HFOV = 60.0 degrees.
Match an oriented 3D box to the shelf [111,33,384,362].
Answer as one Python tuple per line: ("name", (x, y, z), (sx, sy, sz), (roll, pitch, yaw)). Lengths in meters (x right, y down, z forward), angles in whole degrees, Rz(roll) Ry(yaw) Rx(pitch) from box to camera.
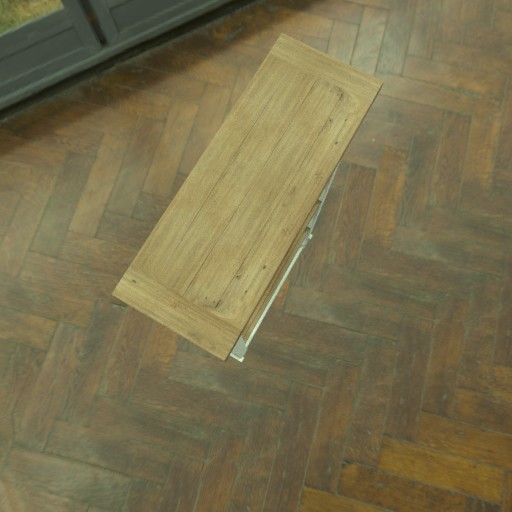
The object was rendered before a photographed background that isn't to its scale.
("shelf", (0.000, 0.000, 2.269), (0.381, 1.878, 1.022), (29, 78, 7))
